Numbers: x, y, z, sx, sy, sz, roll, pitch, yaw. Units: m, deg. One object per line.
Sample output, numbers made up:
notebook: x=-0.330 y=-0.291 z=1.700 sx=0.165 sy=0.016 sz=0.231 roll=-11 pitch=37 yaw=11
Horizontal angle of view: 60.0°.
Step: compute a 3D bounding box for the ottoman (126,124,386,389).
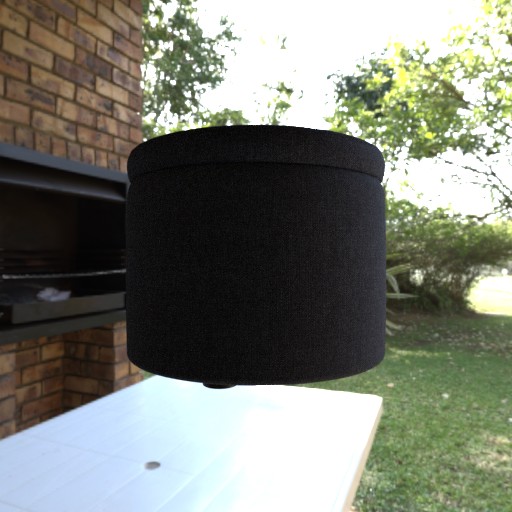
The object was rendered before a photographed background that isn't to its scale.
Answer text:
ottoman: x=0.000 y=0.000 z=0.923 sx=0.520 sy=0.430 sz=0.520 roll=0 pitch=0 yaw=0
